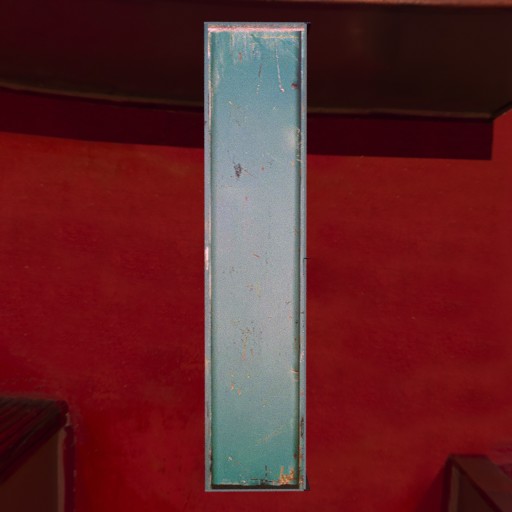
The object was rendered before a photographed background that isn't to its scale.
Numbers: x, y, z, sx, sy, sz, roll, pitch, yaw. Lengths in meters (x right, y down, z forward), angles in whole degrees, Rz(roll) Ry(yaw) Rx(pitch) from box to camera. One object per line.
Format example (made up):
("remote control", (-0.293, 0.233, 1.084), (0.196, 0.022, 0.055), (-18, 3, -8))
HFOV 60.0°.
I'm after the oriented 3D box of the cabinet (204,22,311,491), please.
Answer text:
("cabinet", (0.000, 0.000, 3.917), (0.680, 2.160, 3.001), (0, 91, -1))
